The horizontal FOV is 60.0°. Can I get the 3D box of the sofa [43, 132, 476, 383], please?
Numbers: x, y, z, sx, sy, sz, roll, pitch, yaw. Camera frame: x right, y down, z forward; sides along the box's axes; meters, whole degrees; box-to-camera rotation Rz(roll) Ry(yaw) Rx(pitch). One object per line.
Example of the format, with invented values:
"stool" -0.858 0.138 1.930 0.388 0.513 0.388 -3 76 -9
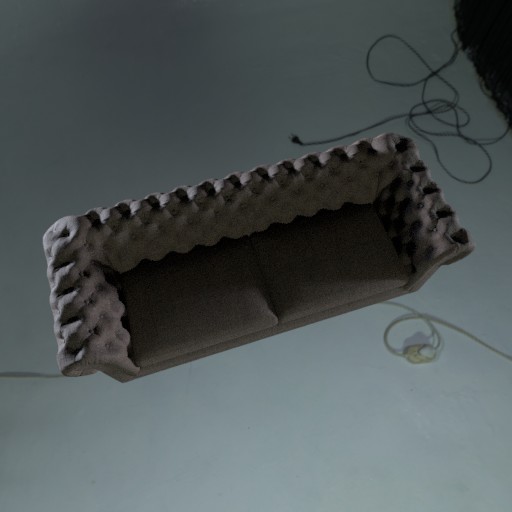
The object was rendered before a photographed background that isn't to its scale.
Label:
"sofa" 0.000 0.000 2.828 2.385 0.787 0.944 -16 65 -8
